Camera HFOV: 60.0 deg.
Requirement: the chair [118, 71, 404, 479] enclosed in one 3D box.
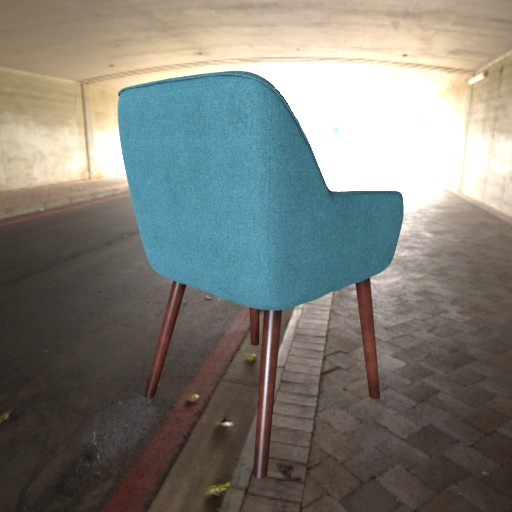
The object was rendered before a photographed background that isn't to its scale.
[{"bbox_3d":[0.000,0.000,1.128,0.543,0.803,0.519,14,20,43],"label":"chair"}]
